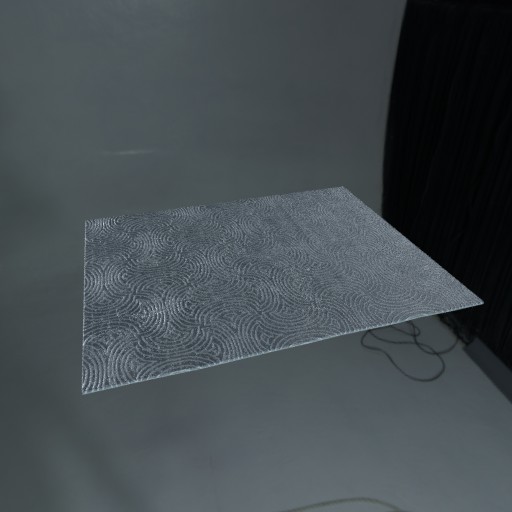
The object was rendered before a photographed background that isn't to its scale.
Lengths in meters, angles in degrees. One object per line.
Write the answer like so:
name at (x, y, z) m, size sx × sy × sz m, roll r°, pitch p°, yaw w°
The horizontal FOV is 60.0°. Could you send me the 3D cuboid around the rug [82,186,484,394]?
rug at (0.000, 0.000, 4.130) m, size 3.042 × 0.021 × 2.456 m, roll -9°, pitch 33°, yaw -15°
